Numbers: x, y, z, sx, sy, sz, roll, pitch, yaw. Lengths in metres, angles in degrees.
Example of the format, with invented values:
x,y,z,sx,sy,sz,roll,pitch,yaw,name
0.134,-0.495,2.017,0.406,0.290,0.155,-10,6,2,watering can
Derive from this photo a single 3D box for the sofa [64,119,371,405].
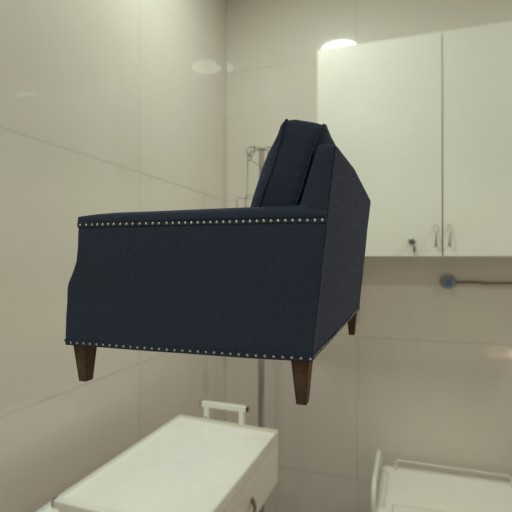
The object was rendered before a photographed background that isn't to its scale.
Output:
x,y,z,sx,sy,sz,roll,pitch,yaw,name
0.000,0.000,2.313,1.084,1.003,1.597,0,0,19,sofa
